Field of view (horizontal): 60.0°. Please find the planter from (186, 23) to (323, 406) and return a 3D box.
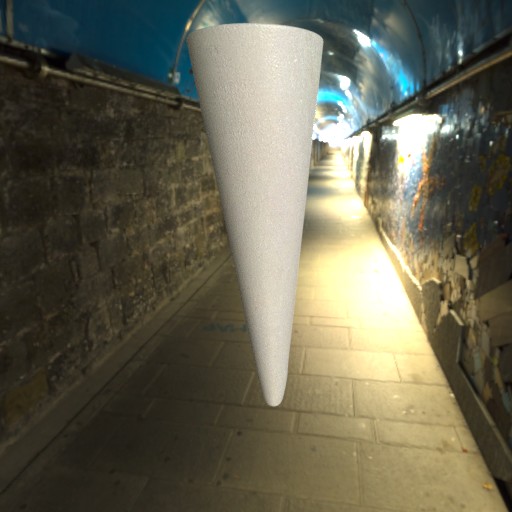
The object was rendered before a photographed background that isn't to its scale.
[{"bbox_3d":[0.000,0.000,0.215,0.057,0.191,0.064,7,16,25],"label":"planter"}]
